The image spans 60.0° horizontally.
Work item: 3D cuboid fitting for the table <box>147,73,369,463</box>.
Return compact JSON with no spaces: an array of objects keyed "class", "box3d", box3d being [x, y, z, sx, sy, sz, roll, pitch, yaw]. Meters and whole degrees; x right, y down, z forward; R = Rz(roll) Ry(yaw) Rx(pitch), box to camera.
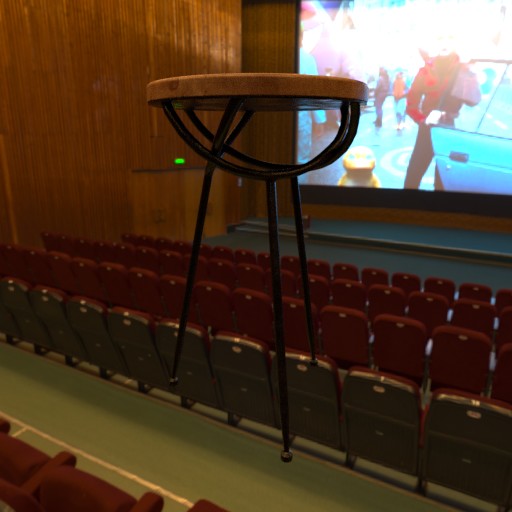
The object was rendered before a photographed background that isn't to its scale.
[{"class":"table","box3d":[0.000,0.000,0.930,0.418,0.664,0.414,8,17,27]}]
